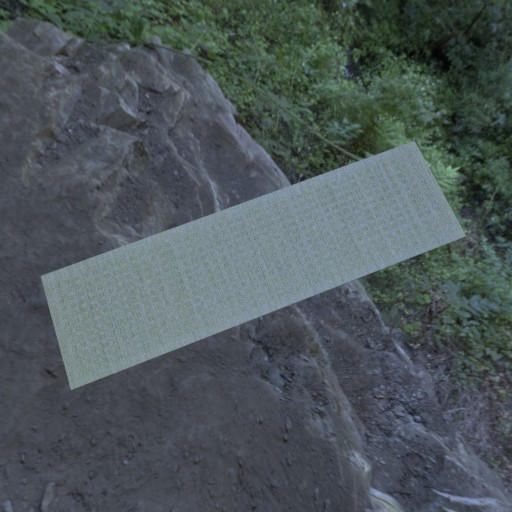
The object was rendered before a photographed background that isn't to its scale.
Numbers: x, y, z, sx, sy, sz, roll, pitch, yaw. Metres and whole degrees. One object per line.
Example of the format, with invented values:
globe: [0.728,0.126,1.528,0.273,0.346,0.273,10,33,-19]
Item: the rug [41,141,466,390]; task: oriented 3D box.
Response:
rug: [0.000,0.000,2.627,2.437,0.006,0.686,-21,76,-6]
